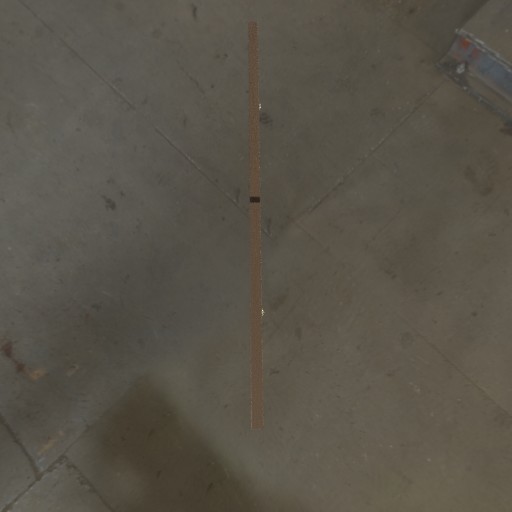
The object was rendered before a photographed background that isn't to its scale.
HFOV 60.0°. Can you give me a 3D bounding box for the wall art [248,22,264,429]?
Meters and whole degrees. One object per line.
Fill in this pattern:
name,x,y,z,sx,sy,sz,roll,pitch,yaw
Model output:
wall art,0.000,0.000,1.560,0.030,1.032,1.032,-1,75,0
